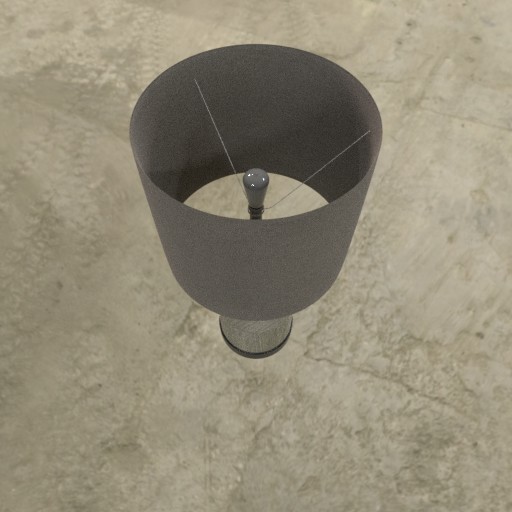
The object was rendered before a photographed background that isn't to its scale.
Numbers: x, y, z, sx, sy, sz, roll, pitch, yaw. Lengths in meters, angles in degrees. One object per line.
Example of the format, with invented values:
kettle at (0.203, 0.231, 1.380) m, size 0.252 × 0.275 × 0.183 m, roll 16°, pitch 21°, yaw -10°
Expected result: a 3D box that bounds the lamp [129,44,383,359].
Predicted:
lamp at (0.000, 0.000, 0.600) m, size 0.229 × 0.470 × 0.229 m, roll -32°, pitch 63°, yaw -18°
